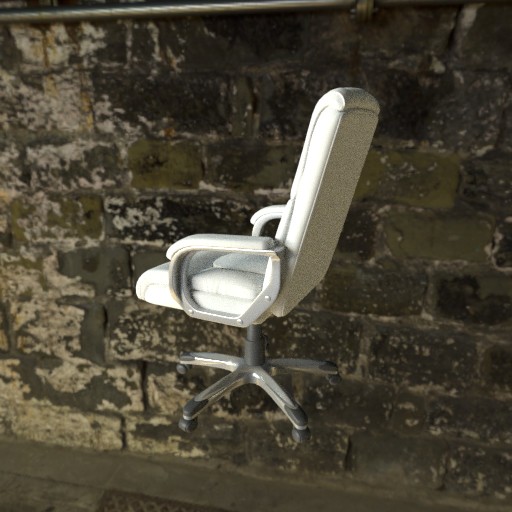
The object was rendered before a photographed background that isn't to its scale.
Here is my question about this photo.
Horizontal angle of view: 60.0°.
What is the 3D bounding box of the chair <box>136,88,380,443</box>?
[{"bbox_3d":[0.000,0.000,1.612,0.738,1.120,0.687,7,18,24],"label":"chair"}]
